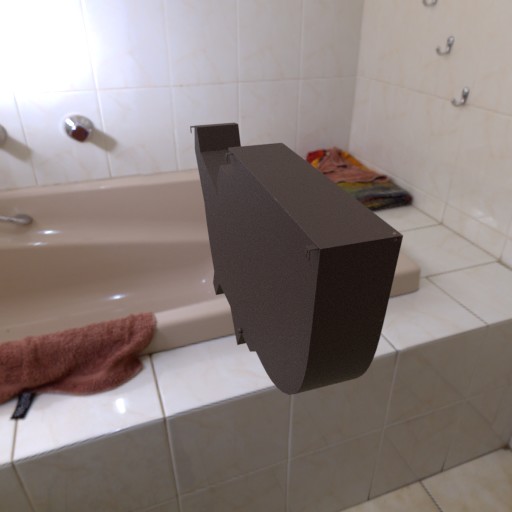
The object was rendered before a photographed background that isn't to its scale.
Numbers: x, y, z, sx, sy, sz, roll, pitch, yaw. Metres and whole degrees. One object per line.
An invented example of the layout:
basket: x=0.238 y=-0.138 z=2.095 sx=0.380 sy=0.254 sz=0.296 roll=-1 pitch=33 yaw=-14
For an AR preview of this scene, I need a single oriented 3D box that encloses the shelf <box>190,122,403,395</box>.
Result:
shelf: x=0.000 y=0.000 z=0.891 sx=0.112 sy=0.439 sz=0.729 roll=-9 pitch=31 yaw=-15
